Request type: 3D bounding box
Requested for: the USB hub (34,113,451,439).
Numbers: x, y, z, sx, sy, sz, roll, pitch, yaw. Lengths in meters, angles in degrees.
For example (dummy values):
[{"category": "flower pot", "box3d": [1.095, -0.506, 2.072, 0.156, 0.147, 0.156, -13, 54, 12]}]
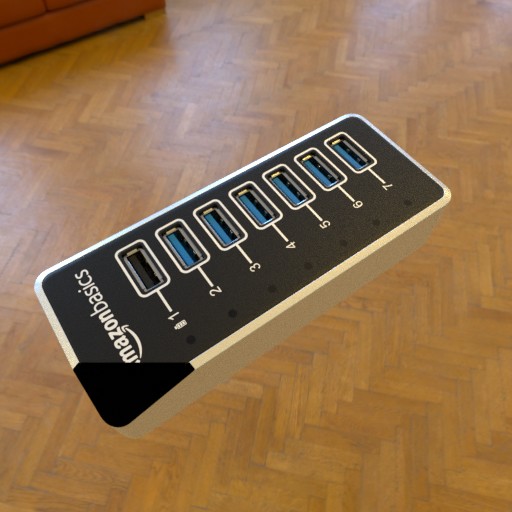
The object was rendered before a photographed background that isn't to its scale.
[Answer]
[{"category": "USB hub", "box3d": [0.000, 0.000, 0.128, 0.110, 0.023, 0.044, -31, 63, -17]}]
